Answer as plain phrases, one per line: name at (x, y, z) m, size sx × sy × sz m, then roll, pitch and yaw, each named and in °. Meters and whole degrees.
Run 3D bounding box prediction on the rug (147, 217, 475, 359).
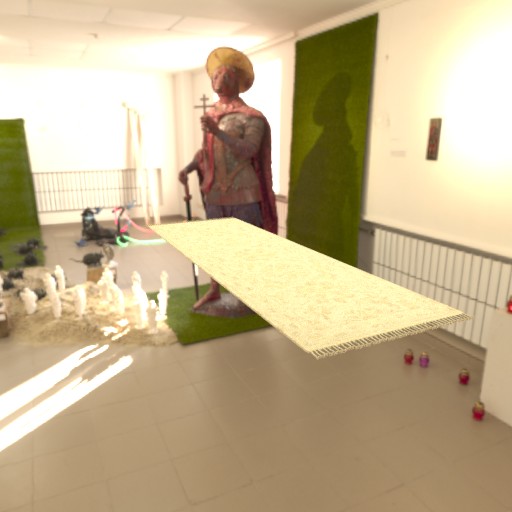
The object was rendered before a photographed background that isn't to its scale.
rug at (0.000, 0.000, 2.789) m, size 0.795 × 0.015 × 2.544 m, roll -8°, pitch 17°, yaw -25°
